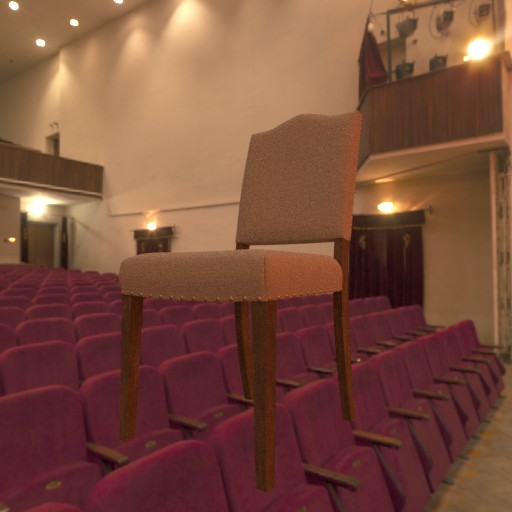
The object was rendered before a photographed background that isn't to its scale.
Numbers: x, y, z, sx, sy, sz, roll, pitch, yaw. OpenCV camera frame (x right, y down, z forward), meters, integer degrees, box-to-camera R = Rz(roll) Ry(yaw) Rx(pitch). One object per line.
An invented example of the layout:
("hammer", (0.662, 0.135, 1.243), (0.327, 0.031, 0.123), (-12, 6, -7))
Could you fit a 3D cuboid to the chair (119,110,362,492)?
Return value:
("chair", (0.000, 0.000, 1.334), (0.508, 1.020, 0.620), (-1, -2, 36))
